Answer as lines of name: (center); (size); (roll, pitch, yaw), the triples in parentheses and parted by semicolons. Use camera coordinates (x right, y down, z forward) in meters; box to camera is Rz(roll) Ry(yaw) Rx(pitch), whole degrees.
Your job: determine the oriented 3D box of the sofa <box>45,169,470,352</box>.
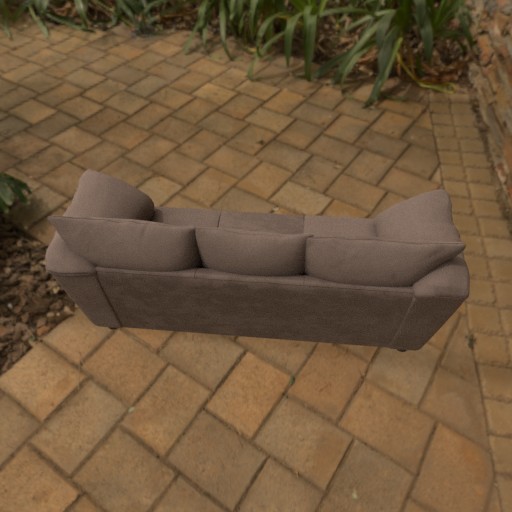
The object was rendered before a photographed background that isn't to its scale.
sofa: (0.000, 0.000, 2.800); (2.377, 0.981, 0.893); (4, 47, 4)
